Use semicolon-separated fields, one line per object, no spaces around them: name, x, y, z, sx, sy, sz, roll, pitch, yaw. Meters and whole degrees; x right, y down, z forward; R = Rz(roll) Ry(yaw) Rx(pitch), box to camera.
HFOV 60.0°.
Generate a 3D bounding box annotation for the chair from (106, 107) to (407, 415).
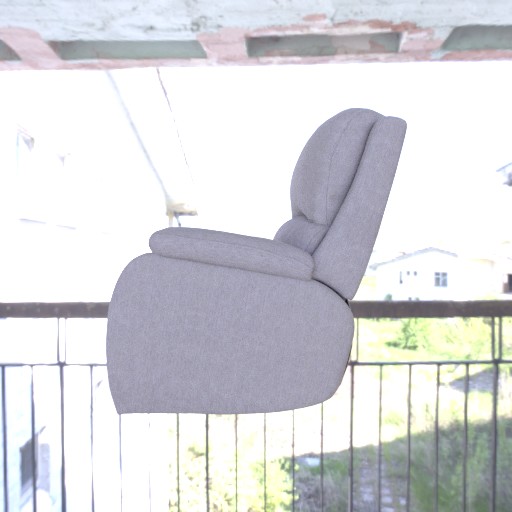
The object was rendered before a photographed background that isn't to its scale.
chair;0.000;0.000;1.721;0.899;1.011;0.930;0;0;1
